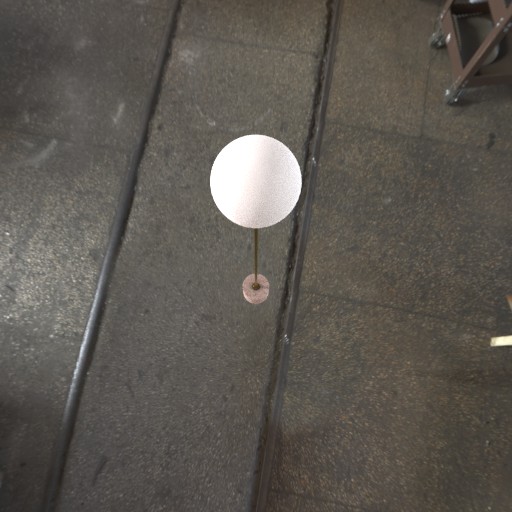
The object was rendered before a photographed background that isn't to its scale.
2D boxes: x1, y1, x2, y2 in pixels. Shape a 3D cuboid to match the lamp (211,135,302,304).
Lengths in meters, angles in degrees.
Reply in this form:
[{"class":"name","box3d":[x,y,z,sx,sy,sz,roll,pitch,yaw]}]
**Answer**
[{"class":"lamp","box3d":[0.000,0.000,1.846,0.229,1.748,0.229,-23,77,-6]}]
